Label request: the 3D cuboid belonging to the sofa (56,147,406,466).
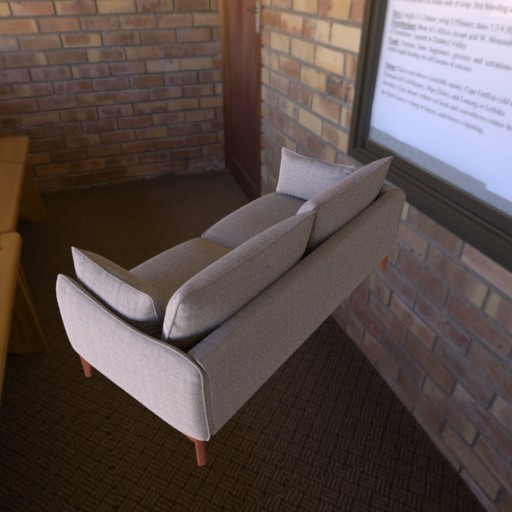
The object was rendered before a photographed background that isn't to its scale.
[{"bbox_3d":[0.000,0.000,2.533,0.972,0.851,1.989,23,39,31],"label":"sofa"}]
